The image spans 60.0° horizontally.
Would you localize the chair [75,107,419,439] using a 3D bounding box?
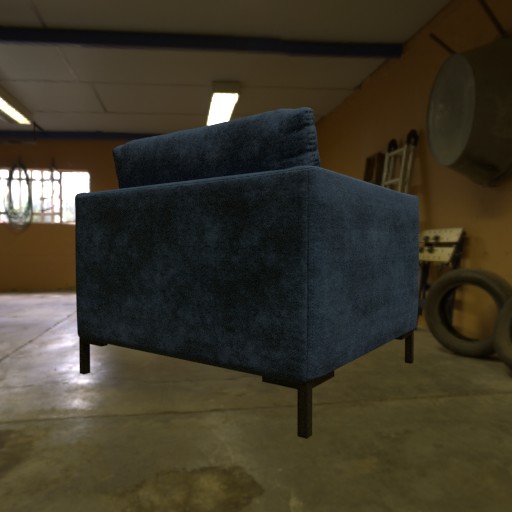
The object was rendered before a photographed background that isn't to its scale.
[{"bbox_3d":[0.000,0.000,1.613,0.964,0.812,0.875,1,2,36],"label":"chair"}]
